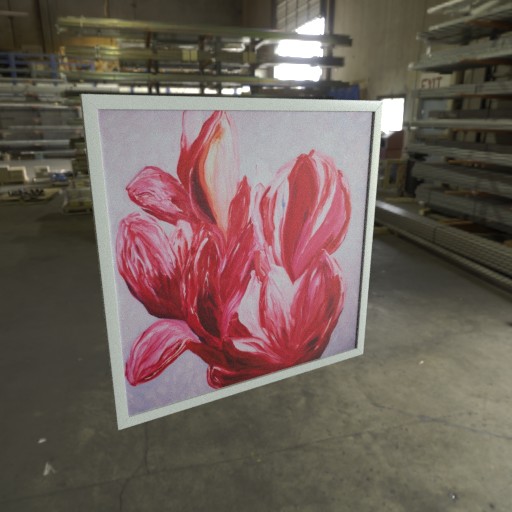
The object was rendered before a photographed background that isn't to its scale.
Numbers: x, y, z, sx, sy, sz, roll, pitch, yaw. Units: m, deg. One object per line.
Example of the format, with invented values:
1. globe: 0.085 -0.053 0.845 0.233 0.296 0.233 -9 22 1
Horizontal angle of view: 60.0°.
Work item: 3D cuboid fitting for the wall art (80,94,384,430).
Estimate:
1. wall art: 0.000 0.000 1.196 0.805 0.803 0.022 -9 20 -27
